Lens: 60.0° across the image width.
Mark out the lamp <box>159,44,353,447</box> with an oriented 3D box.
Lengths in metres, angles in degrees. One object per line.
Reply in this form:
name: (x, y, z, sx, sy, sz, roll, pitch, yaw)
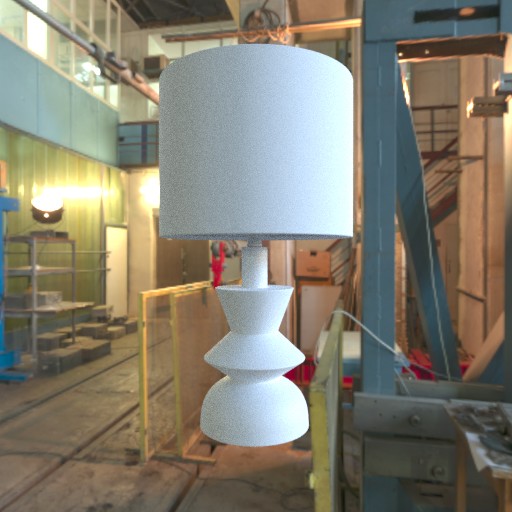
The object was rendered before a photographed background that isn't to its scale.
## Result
lamp: (0.000, 0.000, 0.705, 0.301, 0.533, 0.301, 0, 1, -35)
